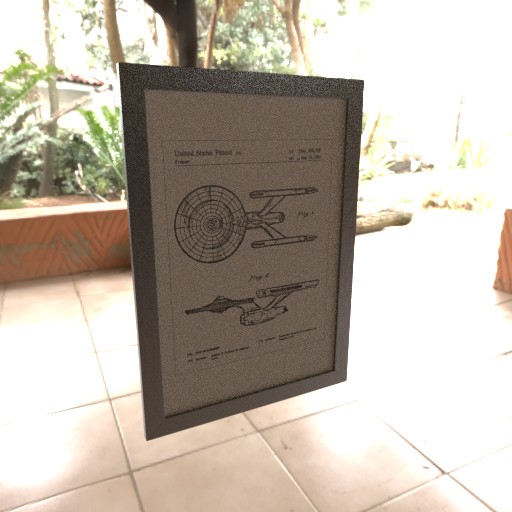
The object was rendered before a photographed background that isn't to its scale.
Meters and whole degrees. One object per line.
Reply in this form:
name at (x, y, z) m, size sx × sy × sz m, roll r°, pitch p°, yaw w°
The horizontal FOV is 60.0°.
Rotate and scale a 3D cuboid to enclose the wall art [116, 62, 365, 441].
wall art at (0.000, 0.000, 0.686) m, size 0.376 × 0.529 × 0.013 m, roll -7°, pitch 17°, yaw -26°
